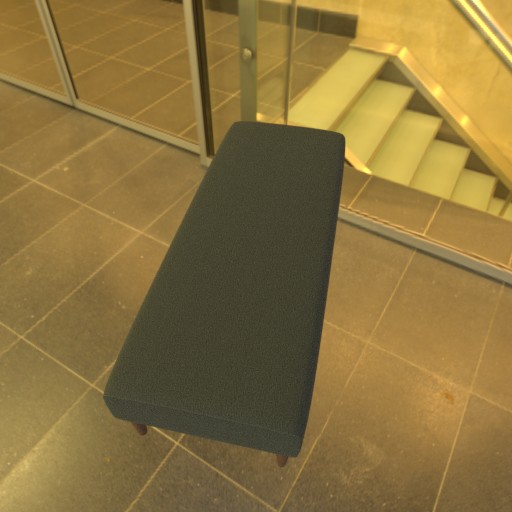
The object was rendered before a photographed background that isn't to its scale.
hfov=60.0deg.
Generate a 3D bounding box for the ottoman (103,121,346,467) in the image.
[{"bbox_3d":[0.000,0.000,1.928,0.646,0.393,1.609,9,48,8],"label":"ottoman"}]
